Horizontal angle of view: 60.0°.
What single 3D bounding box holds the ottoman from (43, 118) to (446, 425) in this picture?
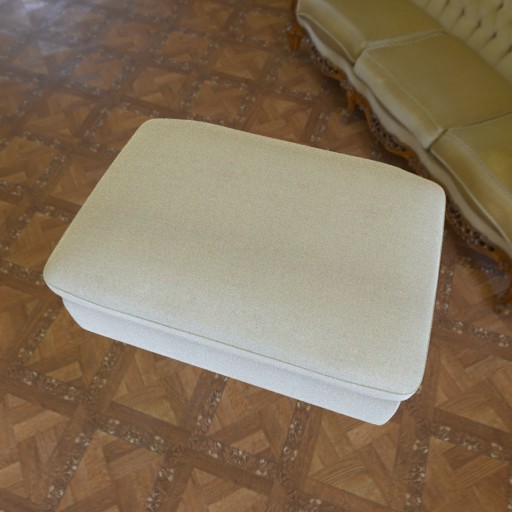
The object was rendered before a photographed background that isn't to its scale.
[{"bbox_3d":[0.000,0.000,1.339,0.984,0.453,0.686,15,59,10],"label":"ottoman"}]
